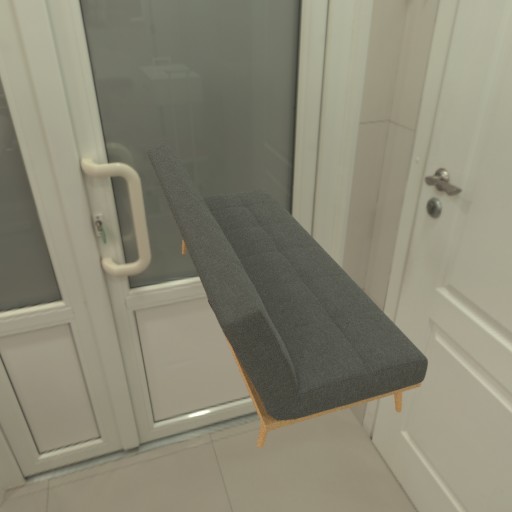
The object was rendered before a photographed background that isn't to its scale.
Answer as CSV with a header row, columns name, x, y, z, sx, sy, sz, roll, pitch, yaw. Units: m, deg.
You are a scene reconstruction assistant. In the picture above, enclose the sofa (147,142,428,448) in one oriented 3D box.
name,x,y,z,sx,sy,sz,roll,pitch,yaw
sofa,0.000,0.000,2.295,0.820,0.770,1.820,-10,32,-16
